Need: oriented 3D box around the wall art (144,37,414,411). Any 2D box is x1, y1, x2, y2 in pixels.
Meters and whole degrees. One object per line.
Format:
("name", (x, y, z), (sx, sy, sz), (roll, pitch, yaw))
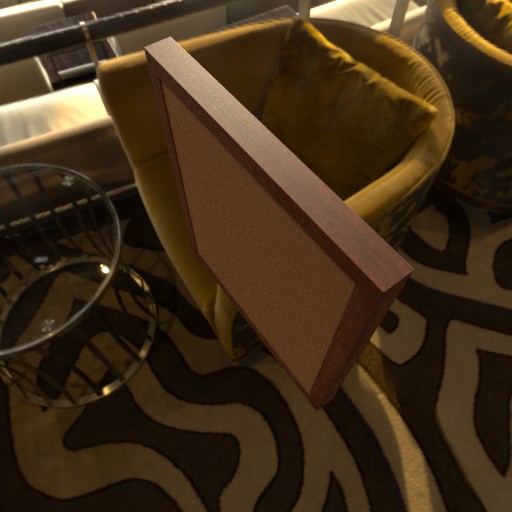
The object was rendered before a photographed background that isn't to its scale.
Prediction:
("wall art", (0.000, 0.000, 0.534), (0.030, 0.381, 0.330), (-32, 64, -18))
